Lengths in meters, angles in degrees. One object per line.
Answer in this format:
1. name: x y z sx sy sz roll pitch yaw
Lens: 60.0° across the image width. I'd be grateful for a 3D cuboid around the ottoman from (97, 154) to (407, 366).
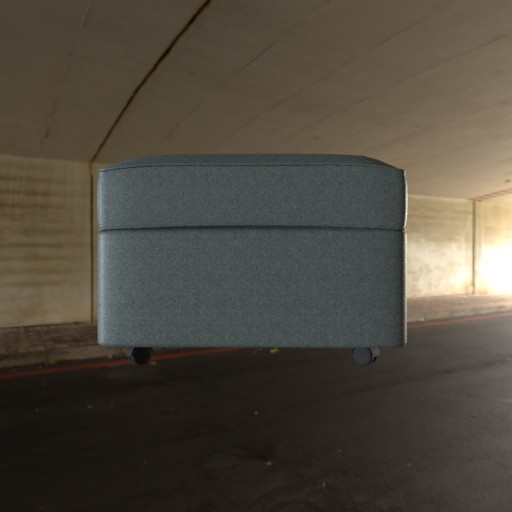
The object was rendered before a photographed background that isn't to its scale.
1. ottoman: 0.000 0.000 1.517 0.681 0.494 1.173 0 0 1
